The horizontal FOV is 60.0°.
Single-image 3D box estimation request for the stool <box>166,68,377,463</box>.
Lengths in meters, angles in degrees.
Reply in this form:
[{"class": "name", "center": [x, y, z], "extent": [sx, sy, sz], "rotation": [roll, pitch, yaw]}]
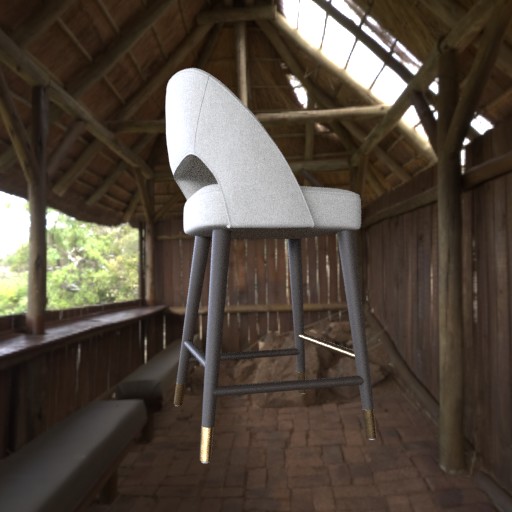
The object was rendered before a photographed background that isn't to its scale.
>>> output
[{"class": "stool", "center": [0.000, 0.000, 1.273], "extent": [0.509, 0.940, 0.494], "rotation": [0, -1, -18]}]
